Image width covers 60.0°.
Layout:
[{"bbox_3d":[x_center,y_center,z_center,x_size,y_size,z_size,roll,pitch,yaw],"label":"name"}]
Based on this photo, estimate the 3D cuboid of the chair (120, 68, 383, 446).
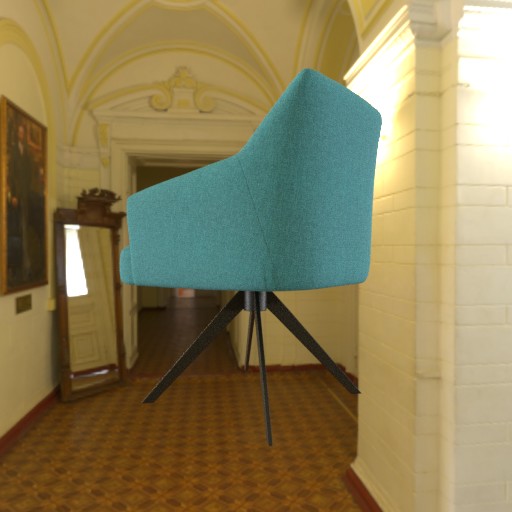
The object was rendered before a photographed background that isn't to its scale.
[{"bbox_3d":[0.000,0.000,1.360,0.677,0.874,0.642,0,1,38],"label":"chair"}]
